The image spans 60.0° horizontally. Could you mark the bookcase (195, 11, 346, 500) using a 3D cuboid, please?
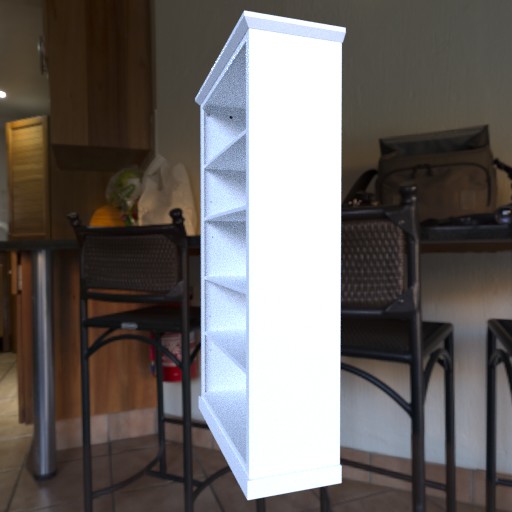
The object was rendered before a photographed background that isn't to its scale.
[{"bbox_3d":[0.000,0.000,2.260,0.432,1.880,1.050,0,1,-18],"label":"bookcase"}]
